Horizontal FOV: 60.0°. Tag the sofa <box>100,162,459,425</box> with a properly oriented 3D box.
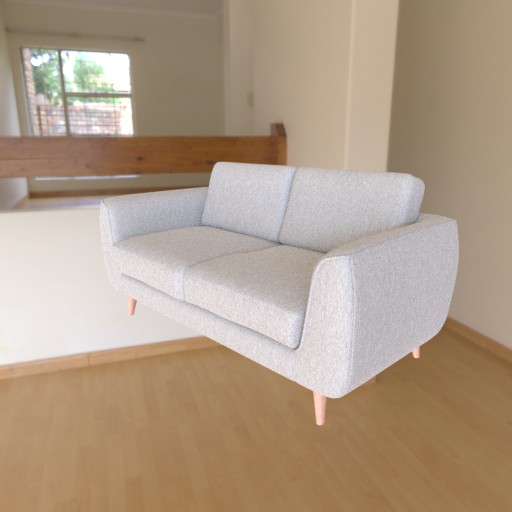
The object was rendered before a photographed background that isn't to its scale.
[{"bbox_3d":[0.000,0.000,2.207,0.920,0.850,1.700,-14,21,-42],"label":"sofa"}]
